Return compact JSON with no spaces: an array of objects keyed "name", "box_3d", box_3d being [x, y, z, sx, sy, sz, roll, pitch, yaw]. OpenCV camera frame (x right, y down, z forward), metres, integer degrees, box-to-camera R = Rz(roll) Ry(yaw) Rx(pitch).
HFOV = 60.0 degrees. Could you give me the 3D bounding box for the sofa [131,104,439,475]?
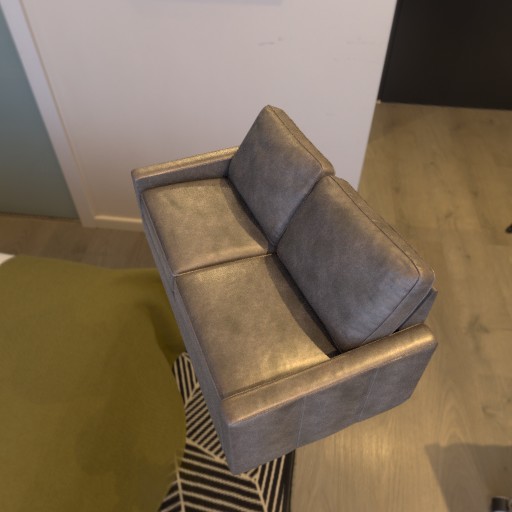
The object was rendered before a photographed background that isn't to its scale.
[{"name":"sofa","box_3d":[0.000,0.000,2.319,0.939,0.916,1.732,-17,48,-16]}]
